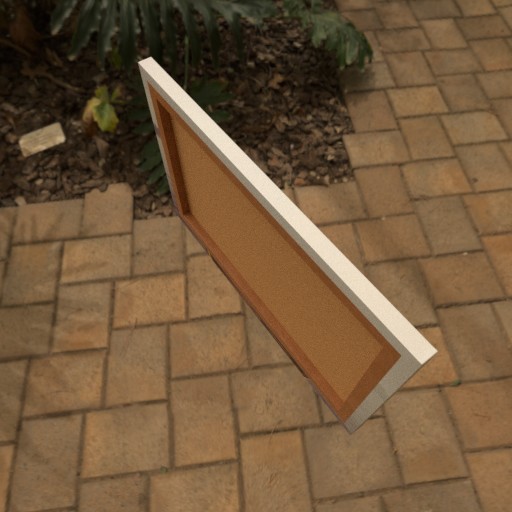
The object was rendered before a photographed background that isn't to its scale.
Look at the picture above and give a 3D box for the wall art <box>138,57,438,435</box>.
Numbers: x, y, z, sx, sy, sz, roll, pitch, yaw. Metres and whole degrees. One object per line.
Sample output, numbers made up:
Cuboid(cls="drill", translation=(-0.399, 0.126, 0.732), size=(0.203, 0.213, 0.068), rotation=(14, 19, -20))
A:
Cuboid(cls="wall art", translation=(0.000, 0.000, 1.135), size=(0.037, 0.609, 0.916), rotation=(-32, 64, -18))
